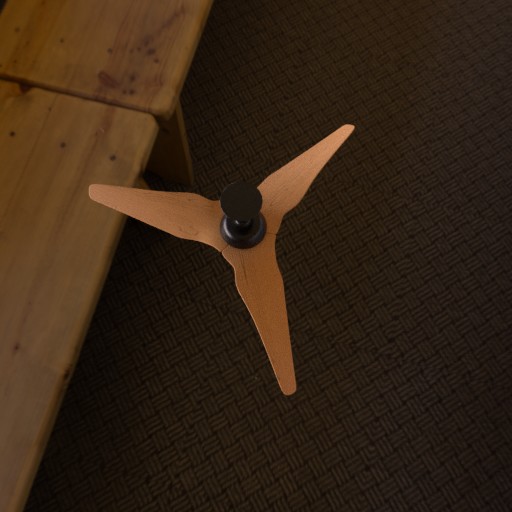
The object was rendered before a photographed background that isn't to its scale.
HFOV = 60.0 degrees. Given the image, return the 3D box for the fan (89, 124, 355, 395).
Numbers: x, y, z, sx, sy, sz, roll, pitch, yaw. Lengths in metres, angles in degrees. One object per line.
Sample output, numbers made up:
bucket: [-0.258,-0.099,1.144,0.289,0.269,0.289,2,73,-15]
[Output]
fan: [0.000,0.000,1.630,1.142,0.355,1.010,-16,75,-4]
